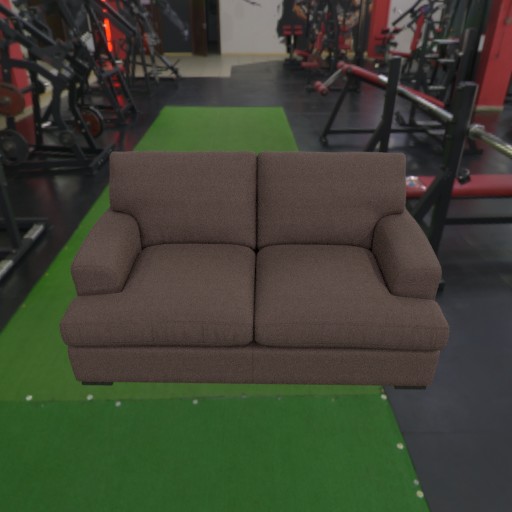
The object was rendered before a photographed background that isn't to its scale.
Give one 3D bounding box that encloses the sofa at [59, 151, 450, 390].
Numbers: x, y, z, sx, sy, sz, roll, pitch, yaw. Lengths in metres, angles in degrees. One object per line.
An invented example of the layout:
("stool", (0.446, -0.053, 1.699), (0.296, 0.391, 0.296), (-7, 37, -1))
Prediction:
("sofa", (0.000, 0.000, 2.471), (1.869, 0.950, 1.140), (0, 30, 1))
